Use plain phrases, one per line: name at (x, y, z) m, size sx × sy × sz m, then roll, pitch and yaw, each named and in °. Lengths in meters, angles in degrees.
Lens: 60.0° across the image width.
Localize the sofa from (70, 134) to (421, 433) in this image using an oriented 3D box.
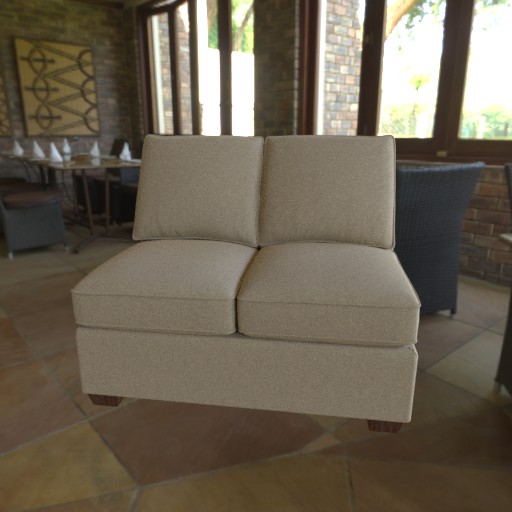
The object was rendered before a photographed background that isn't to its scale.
sofa at (0.000, 0.000, 1.916) m, size 1.237 × 1.008 × 0.951 m, roll 2°, pitch 16°, yaw 8°
